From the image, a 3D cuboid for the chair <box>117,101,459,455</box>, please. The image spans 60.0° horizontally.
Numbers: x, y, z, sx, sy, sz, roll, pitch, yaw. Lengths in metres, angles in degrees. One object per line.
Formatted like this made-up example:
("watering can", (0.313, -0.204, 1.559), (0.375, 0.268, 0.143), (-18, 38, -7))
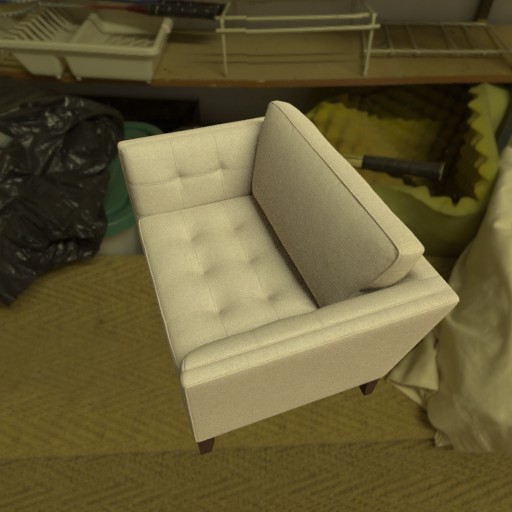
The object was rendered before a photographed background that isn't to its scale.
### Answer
("chair", (0.000, 0.000, 2.039), (0.965, 0.940, 1.397), (-15, 47, -14))
